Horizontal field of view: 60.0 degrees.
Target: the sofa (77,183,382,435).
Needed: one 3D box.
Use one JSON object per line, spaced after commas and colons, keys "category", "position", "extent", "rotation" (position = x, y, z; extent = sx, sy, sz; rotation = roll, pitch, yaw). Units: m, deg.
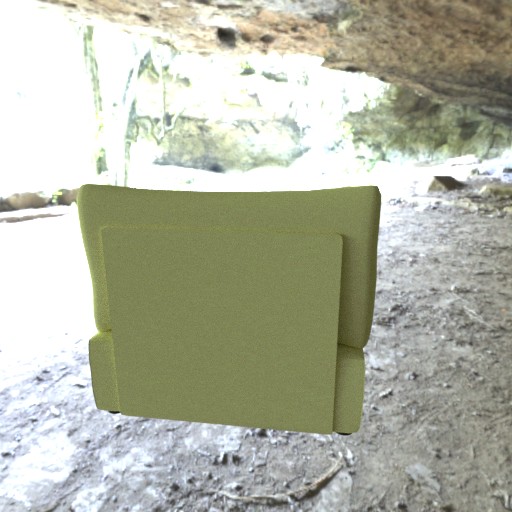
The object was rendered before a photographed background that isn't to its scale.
{"category": "sofa", "position": [0.000, 0.000, 2.050], "extent": [0.930, 0.820, 1.450], "rotation": [2, 16, 8]}
